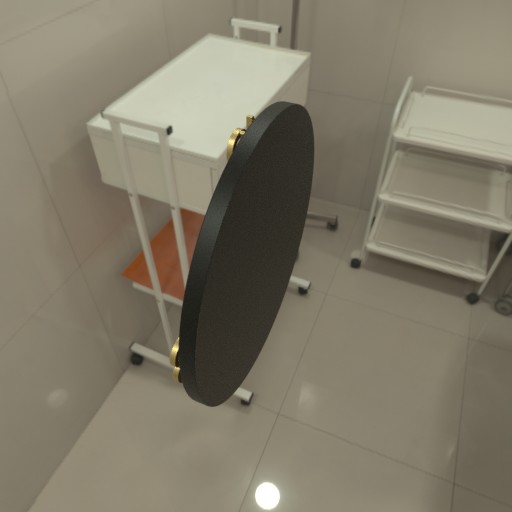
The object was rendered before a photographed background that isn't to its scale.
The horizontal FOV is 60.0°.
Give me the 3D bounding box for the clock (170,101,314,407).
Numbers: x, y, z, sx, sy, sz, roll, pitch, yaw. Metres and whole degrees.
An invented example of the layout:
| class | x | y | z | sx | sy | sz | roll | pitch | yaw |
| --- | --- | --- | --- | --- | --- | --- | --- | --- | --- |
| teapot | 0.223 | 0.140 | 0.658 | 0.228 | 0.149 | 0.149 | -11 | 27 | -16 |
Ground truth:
| class | x | y | z | sx | sy | sz | roll | pitch | yaw |
| --- | --- | --- | --- | --- | --- | --- | --- | --- | --- |
| clock | 0.000 | 0.000 | 0.679 | 0.038 | 0.454 | 0.454 | 17 | 48 | 16 |
